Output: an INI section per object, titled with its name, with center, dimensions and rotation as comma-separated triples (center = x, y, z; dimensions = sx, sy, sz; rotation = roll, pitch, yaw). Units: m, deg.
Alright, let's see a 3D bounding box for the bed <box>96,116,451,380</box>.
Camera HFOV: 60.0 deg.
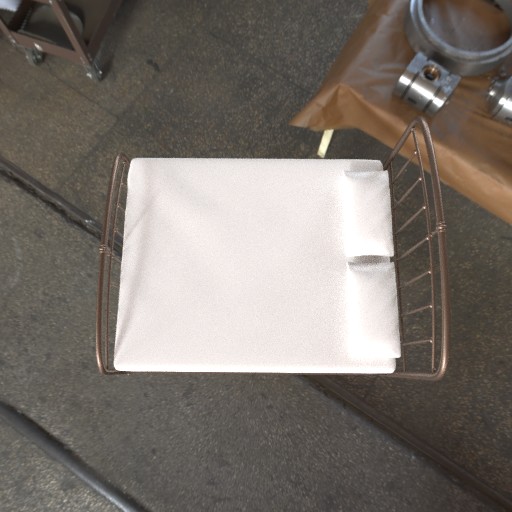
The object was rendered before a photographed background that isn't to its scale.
[bed]
center = 0.000, 0.000, 3.204
dimensions = 2.168, 1.475, 1.711
rotation = 0, 76, 0
